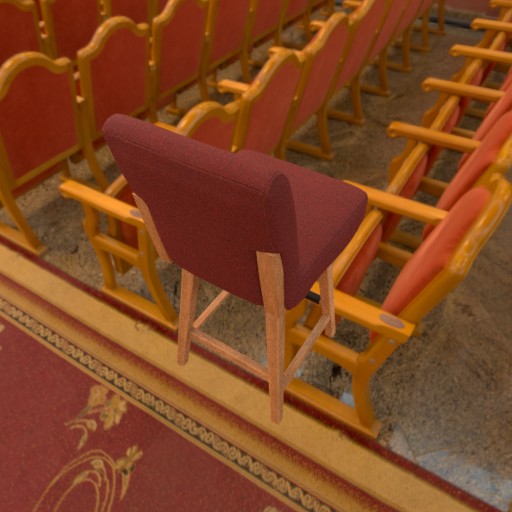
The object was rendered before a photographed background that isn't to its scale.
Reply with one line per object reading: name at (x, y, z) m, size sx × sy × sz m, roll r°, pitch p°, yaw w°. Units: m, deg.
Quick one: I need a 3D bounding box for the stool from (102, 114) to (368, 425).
stool at (0.000, 0.000, 1.339) m, size 0.468 × 1.038 × 0.562 m, roll 24°, pitch 50°, yaw 22°
